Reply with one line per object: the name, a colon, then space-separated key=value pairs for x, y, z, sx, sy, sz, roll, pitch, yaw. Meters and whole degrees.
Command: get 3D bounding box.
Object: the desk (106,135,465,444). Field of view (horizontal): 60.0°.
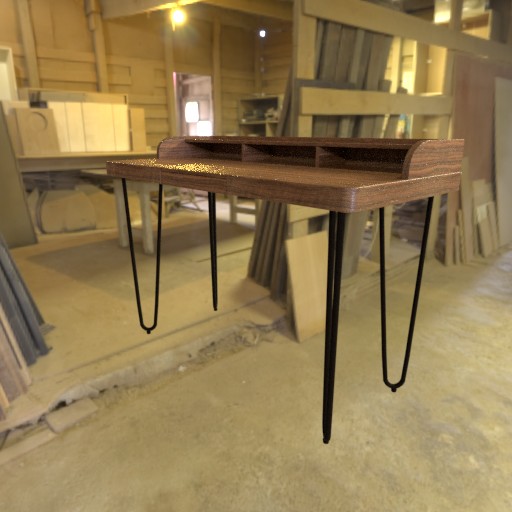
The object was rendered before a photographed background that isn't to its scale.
desk: x=0.000 y=0.000 z=1.656 sx=0.565 sy=0.854 sz=1.200 roll=-15 pitch=21 yaw=-42
